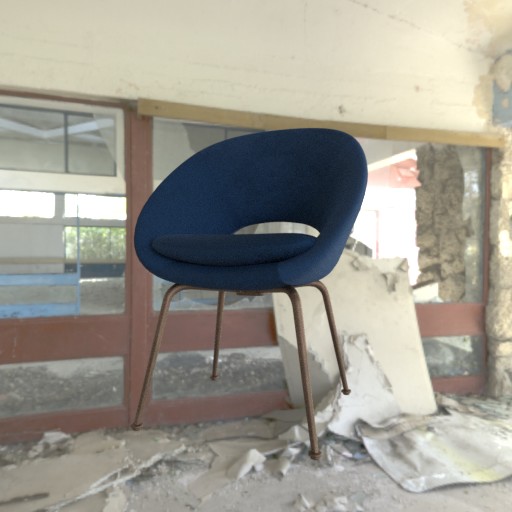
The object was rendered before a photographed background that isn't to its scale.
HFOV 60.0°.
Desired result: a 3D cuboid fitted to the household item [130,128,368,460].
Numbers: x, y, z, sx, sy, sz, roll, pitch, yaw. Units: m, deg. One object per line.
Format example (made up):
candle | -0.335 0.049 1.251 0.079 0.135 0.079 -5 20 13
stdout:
household item | 0.000 0.000 1.267 0.623 0.852 0.573 0 1 20
